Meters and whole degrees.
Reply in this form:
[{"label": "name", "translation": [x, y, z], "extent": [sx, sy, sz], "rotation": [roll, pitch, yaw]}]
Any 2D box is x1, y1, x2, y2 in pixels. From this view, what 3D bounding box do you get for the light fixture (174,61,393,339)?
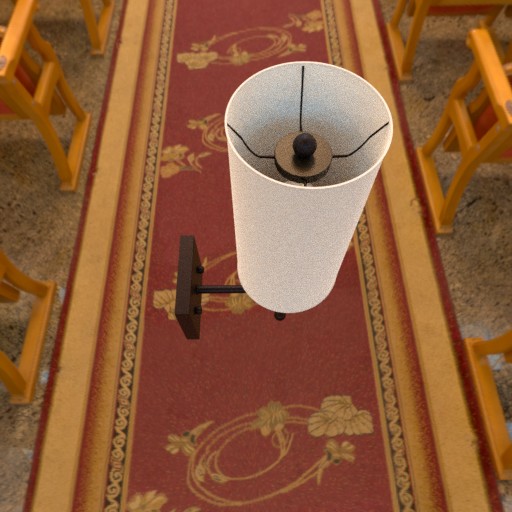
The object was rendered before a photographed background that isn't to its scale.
[{"label": "light fixture", "translation": [0.000, 0.000, 0.544], "extent": [0.208, 0.462, 0.128], "rotation": [-1, 63, 0]}]
